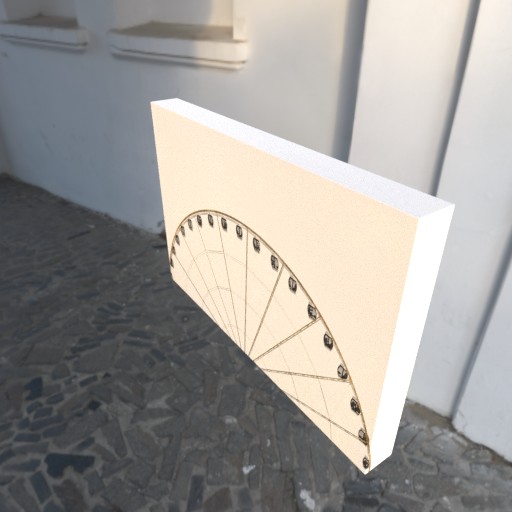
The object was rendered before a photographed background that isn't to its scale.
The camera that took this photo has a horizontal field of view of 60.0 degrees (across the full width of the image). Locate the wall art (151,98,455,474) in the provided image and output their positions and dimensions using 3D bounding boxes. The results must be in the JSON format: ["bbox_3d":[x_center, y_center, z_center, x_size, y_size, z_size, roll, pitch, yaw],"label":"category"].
[{"bbox_3d":[0.000,0.000,0.471,0.039,0.254,0.384,-20,37,-29],"label":"wall art"}]
